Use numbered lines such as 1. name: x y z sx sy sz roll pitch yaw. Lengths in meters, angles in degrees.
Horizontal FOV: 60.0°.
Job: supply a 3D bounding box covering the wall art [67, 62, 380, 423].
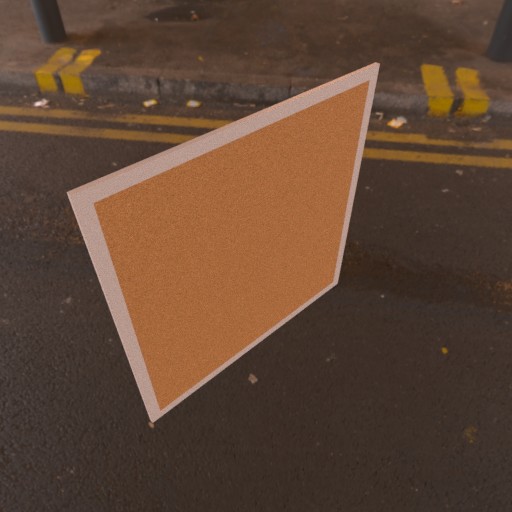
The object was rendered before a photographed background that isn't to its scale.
1. wall art: 0.000 0.000 1.193 0.812 0.813 0.013 -32 53 -28
